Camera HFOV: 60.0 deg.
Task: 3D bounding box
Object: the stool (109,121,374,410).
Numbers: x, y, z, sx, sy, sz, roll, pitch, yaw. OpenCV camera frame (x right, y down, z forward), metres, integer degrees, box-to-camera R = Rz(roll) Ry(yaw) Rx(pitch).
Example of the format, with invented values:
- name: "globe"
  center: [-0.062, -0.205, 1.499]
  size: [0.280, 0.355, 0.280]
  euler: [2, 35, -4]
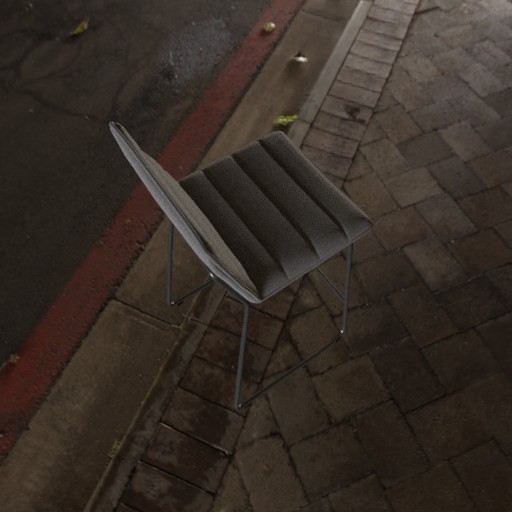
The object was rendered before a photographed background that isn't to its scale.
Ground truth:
- name: "stool"
  center: [0.000, 0.000, 1.268]
  size: [0.490, 0.960, 0.490]
  euler: [-31, 64, -17]
